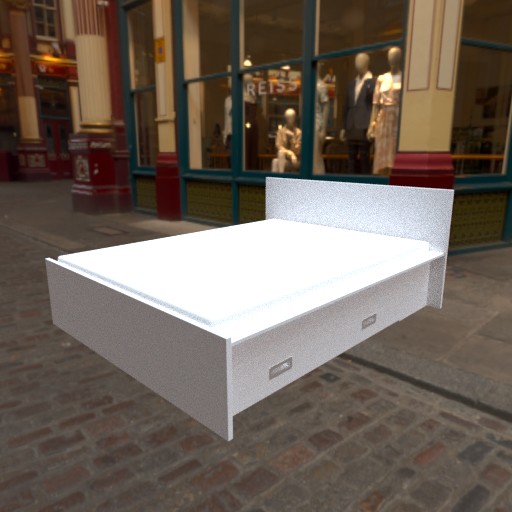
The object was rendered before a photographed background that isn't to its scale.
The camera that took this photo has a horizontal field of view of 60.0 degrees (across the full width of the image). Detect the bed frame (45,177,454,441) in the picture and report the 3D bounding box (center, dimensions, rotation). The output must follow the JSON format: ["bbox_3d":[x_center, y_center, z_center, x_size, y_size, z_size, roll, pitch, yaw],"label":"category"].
[{"bbox_3d":[0.000,0.000,2.795,1.622,0.800,1.960,13,19,43],"label":"bed frame"}]
